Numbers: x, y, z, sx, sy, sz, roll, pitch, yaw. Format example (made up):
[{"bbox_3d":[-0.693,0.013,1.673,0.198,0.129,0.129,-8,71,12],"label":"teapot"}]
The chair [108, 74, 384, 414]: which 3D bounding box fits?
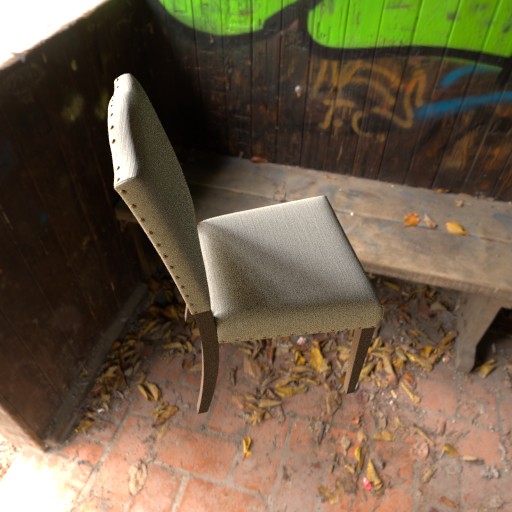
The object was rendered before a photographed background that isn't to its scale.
[{"bbox_3d":[0.000,0.000,1.308,0.619,1.015,0.508,-9,47,-8],"label":"chair"}]
